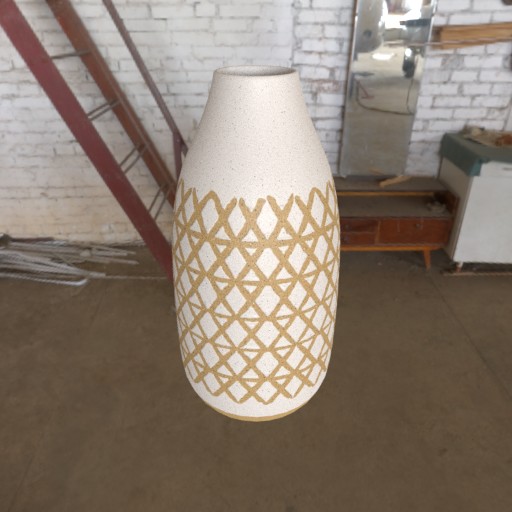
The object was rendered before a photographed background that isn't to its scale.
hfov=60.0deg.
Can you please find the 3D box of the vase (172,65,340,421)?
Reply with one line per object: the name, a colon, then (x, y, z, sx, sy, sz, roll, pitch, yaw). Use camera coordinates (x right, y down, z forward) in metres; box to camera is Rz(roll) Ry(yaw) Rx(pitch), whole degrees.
vase: (0.000, 0.000, 0.488, 0.186, 0.380, 0.186, 0, 30, 0)
